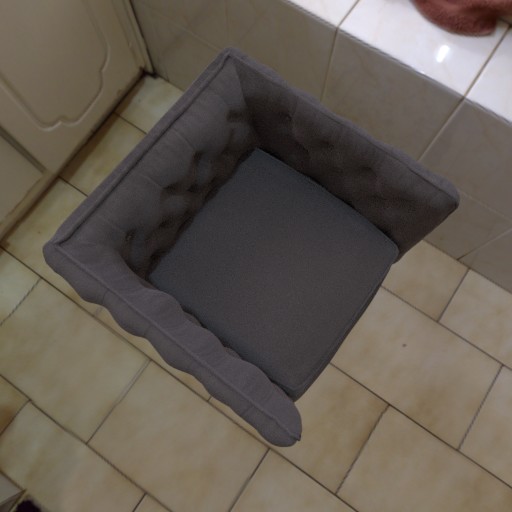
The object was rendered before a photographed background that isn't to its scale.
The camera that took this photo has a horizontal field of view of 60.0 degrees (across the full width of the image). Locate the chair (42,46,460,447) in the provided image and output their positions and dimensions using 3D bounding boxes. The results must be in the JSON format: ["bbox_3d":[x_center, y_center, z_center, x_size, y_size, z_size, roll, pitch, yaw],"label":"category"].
[{"bbox_3d":[0.000,0.000,1.643,0.913,0.807,0.946,36,78,9],"label":"chair"}]
